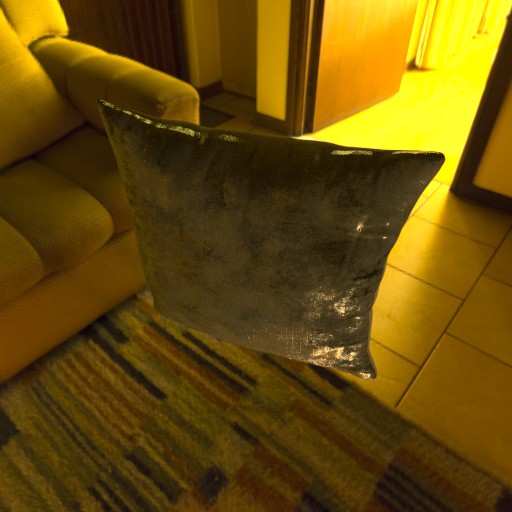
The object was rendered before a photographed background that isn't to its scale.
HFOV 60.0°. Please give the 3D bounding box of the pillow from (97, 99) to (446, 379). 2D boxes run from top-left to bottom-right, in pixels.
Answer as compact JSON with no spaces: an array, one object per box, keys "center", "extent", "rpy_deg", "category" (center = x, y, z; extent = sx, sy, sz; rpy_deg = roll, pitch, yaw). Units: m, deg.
[{"center":[0.000,0.000,0.721],"extent":[0.470,0.464,0.175],"rpy_deg":[13,43,14],"category":"pillow"}]
